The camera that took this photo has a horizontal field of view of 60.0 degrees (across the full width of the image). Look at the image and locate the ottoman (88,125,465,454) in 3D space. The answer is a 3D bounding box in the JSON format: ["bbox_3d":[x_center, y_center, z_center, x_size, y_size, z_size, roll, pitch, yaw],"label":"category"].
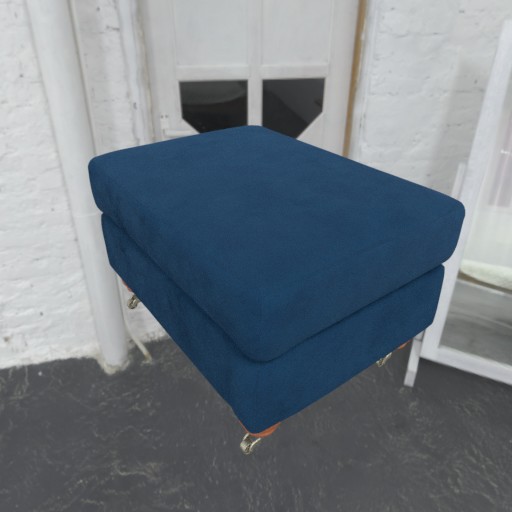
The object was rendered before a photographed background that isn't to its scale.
[{"bbox_3d":[0.000,0.000,1.140,0.572,0.503,0.773,-21,38,-30],"label":"ottoman"}]
